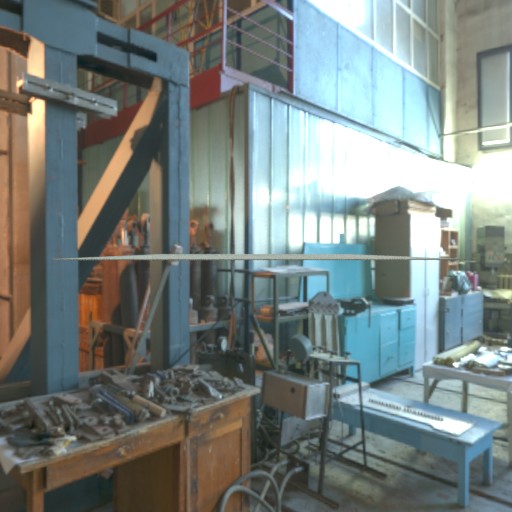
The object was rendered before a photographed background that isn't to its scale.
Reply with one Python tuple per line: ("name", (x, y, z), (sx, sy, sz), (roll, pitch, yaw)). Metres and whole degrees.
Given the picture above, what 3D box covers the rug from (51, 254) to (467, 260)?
("rug", (0.000, 0.000, 4.194), (2.438, 0.006, 3.197), (0, 1, -1))
